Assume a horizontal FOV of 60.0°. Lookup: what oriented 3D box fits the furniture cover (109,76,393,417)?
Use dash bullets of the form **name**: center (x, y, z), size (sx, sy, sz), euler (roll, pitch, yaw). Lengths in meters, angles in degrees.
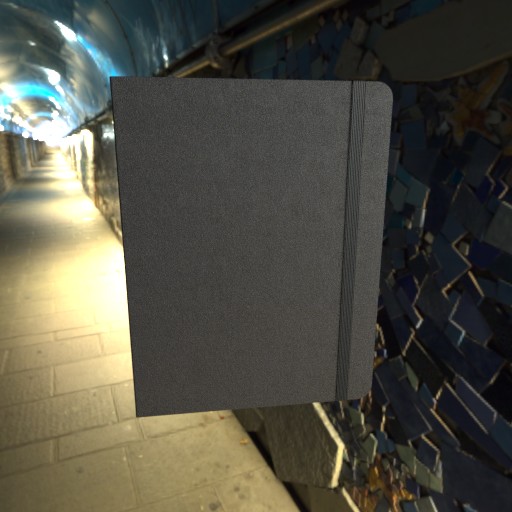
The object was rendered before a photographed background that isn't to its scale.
- **furniture cover**: center (0.000, 0.000, 0.378), size (0.216, 0.281, 0.023), euler (-2, 15, -8)
